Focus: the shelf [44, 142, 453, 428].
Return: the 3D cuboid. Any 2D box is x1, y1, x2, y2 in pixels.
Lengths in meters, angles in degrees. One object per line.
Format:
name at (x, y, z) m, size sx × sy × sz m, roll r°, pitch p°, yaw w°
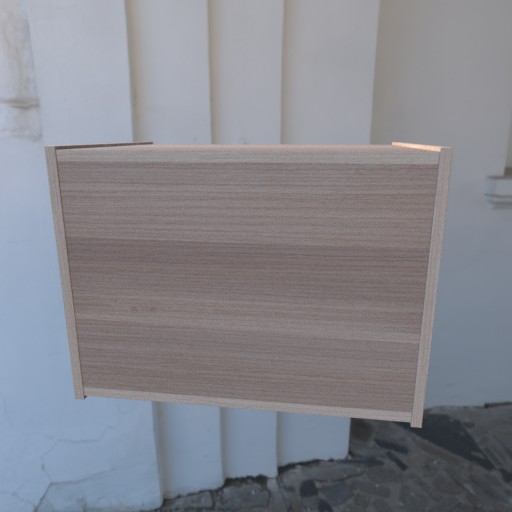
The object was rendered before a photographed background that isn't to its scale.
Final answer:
shelf at (0.000, 0.000, 0.622) m, size 0.415 × 0.305 × 0.290 m, roll 2°, pitch 15°, yaw 8°
